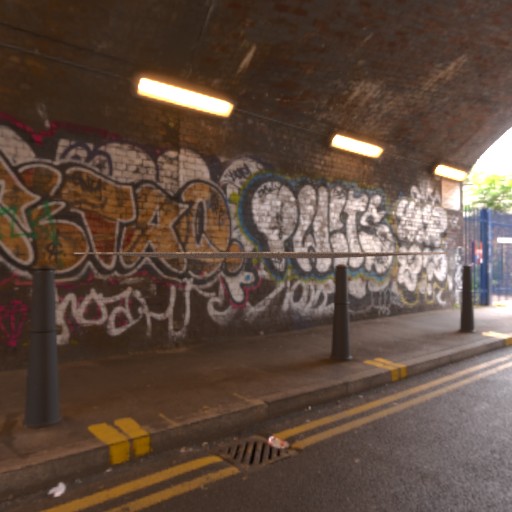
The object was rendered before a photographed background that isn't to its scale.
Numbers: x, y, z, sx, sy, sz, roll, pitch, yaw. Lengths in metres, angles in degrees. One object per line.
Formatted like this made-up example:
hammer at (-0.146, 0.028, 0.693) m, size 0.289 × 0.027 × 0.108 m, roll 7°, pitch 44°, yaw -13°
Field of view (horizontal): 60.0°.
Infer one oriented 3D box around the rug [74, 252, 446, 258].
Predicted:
rug at (0.000, 0.000, 2.218) m, size 1.148 × 0.010 × 1.754 m, roll 0°, pitch -1°, yaw -1°
